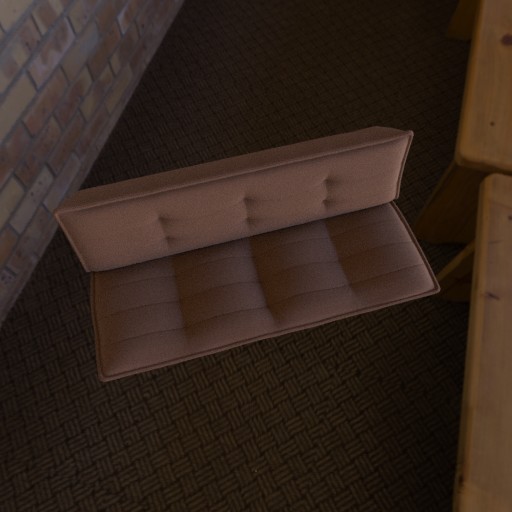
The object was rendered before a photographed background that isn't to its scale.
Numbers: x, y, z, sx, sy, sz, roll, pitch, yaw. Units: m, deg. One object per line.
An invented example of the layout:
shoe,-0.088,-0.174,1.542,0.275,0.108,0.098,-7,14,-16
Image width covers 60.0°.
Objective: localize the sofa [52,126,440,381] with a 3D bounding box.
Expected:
sofa,0.000,0.000,2.566,1.940,0.890,0.950,-14,65,-7
